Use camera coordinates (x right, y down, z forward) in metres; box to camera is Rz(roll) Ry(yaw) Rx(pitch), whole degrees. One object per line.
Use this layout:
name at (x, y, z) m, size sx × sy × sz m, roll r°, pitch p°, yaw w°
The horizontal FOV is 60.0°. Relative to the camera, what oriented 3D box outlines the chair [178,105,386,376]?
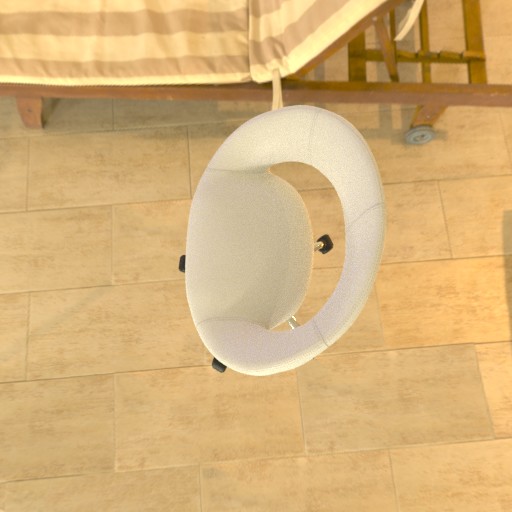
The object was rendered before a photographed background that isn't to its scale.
chair at (0.000, 0.000, 1.161) m, size 0.538 × 0.791 × 0.612 m, roll 1°, pitch 76°, yaw 0°
